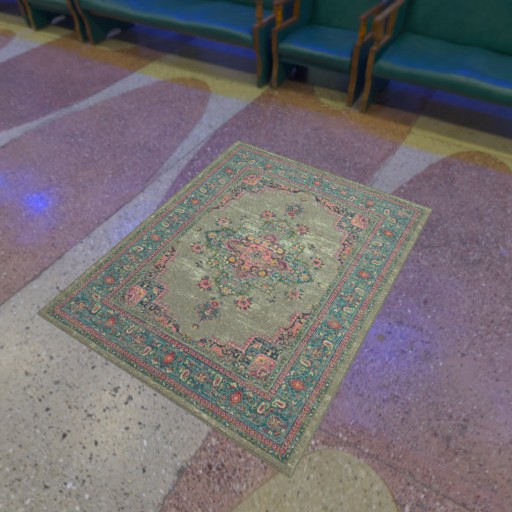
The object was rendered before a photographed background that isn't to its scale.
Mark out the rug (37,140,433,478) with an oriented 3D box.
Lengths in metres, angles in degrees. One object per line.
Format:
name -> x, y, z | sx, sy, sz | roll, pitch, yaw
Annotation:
rug -> 0.000, 0.000, 4.152 | 2.434, 0.013, 3.057 | 25, 52, 21
